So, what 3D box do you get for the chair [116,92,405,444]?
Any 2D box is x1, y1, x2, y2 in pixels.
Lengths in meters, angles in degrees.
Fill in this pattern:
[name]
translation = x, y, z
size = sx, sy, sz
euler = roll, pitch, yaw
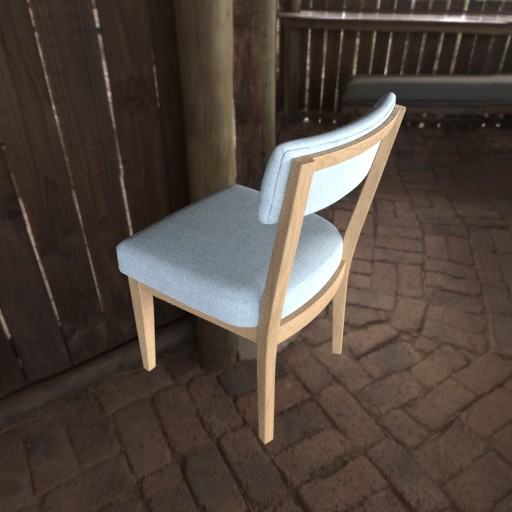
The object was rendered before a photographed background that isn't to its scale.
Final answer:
[chair]
translation = 0.000, 0.000, 1.204
size = 0.572, 0.832, 0.508
euler = 22, 38, 30
